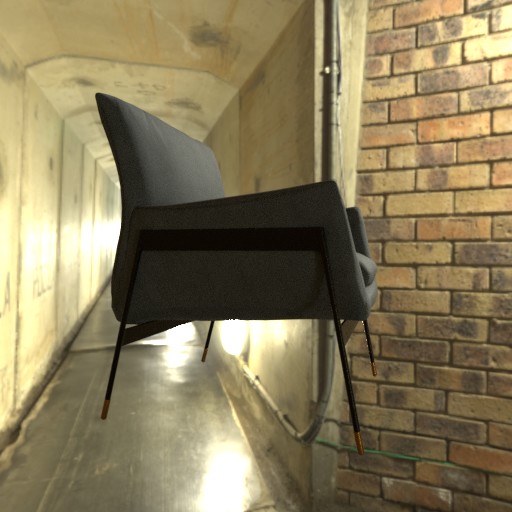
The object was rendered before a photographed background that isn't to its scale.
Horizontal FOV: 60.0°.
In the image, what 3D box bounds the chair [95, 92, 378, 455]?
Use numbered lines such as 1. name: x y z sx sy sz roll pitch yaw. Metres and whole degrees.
1. chair: 0.000 0.000 1.367 0.709 0.858 0.678 0 1 18
